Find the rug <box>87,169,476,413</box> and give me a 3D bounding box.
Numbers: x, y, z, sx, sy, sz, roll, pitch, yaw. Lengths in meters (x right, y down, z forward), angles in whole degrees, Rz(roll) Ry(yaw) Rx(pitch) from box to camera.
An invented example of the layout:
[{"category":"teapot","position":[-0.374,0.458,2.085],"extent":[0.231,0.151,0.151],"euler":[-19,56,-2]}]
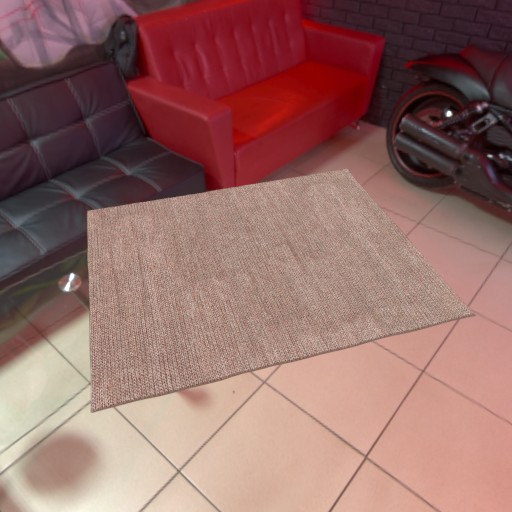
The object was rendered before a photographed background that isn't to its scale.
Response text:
[{"category":"rug","position":[0.000,0.000,4.184],"extent":[3.052,0.030,2.429],"euler":[-11,43,-12]}]
